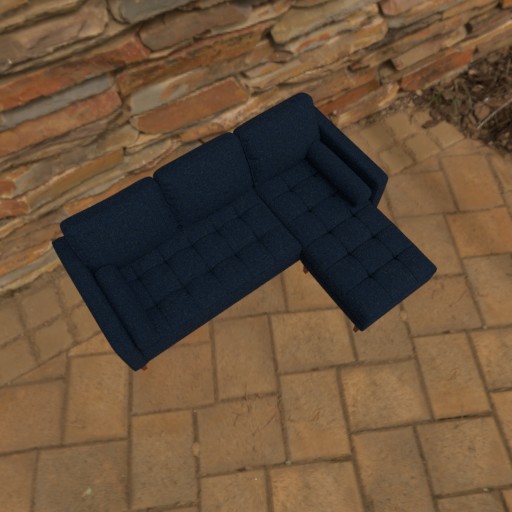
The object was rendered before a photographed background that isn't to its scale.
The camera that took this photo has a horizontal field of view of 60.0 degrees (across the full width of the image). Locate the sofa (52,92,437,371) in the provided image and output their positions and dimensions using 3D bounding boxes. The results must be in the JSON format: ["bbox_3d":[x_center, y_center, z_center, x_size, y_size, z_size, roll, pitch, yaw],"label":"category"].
[{"bbox_3d":[0.000,0.000,3.029,2.185,0.841,1.613,-33,68,-15],"label":"sofa"}]
